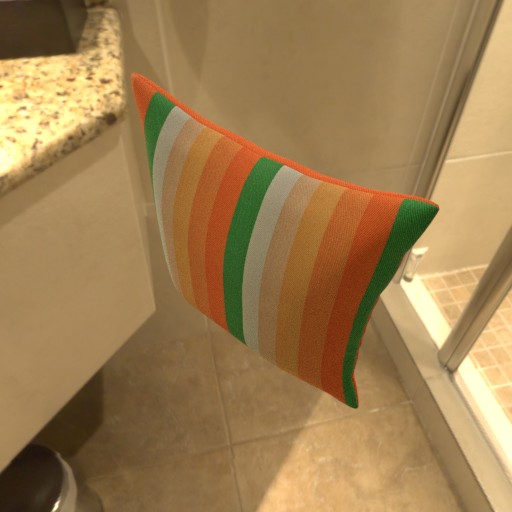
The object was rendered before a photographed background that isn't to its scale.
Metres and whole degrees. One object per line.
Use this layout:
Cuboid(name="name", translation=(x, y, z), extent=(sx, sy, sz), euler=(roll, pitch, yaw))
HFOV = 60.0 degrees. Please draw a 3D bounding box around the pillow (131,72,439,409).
Cuboid(name="pillow", translation=(0.000, 0.000, 0.680), extent=(0.453, 0.444, 0.169), euler=(31, 54, 26))
